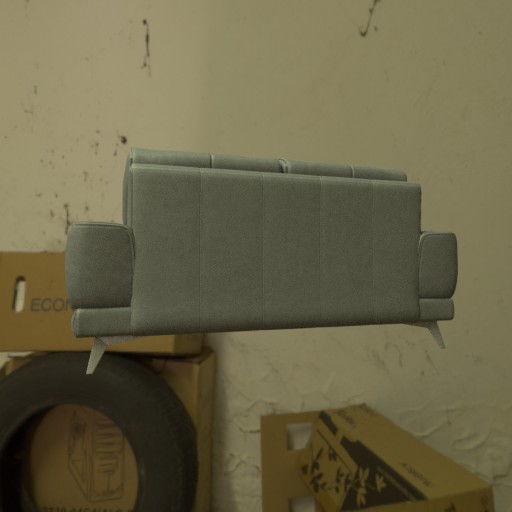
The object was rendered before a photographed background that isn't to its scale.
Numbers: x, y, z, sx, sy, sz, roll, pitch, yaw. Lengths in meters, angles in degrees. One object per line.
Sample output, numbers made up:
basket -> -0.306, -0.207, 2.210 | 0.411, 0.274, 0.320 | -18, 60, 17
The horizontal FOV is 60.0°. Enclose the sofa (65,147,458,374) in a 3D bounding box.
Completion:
sofa -> 0.000, 0.000, 2.355 | 1.806, 0.907, 1.018 | 0, -1, -18
